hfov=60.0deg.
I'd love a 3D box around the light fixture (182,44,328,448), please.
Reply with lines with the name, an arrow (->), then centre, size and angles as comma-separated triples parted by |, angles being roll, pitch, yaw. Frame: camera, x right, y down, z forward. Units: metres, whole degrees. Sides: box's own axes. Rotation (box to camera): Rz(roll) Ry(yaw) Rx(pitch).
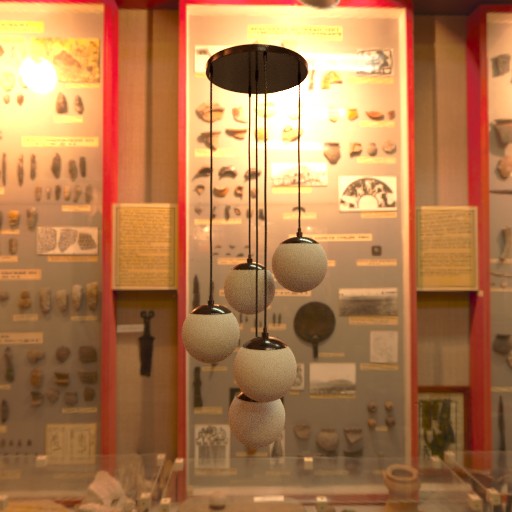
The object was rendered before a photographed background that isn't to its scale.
light fixture -> 0.000, 0.000, 1.492 | 0.489, 1.271, 0.484 | 0, -1, 0
